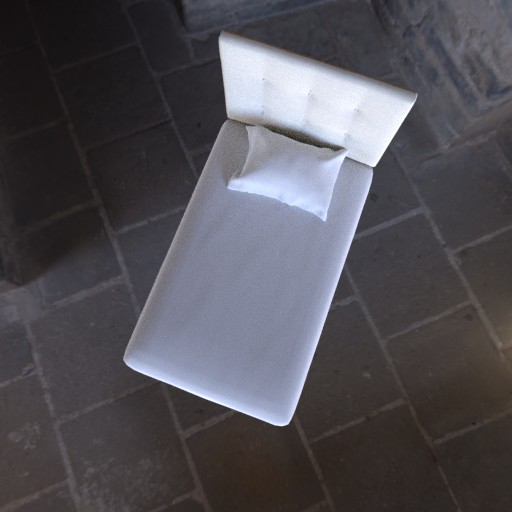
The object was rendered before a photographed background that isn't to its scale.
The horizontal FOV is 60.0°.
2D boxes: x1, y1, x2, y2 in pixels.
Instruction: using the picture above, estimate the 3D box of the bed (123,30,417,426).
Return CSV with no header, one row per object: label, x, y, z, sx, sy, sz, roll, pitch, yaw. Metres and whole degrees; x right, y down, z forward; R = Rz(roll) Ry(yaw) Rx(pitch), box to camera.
bed,0.000,0.000,2.971,1.261,1.571,1.997,20,78,5
